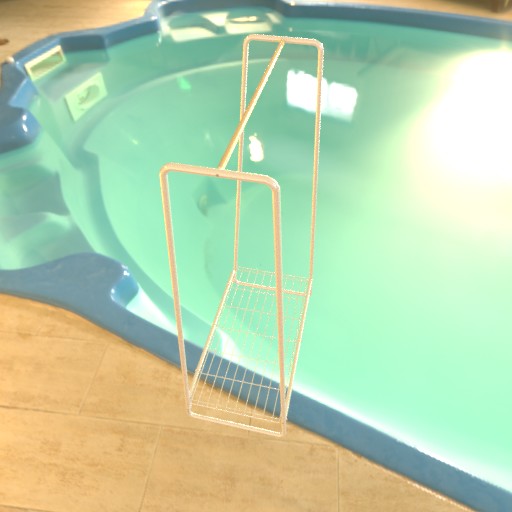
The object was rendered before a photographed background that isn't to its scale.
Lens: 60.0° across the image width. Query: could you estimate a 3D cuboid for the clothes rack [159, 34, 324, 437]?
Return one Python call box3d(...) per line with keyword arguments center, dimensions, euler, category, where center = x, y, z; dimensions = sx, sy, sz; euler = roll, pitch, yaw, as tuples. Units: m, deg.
box3d(center=(0.000, 0.000, 1.918), dimensions=(0.495, 1.500, 0.900), euler=(9, 47, 9), category="clothes rack")
